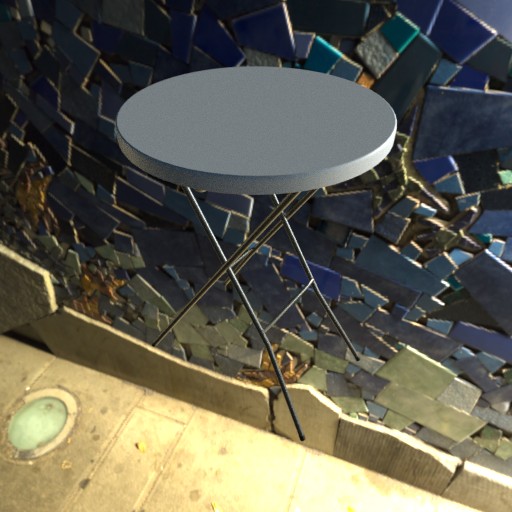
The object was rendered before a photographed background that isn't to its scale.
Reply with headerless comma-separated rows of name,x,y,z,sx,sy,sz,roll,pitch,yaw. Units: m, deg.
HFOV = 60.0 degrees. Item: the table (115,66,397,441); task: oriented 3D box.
table,0.000,0.000,1.629,0.795,1.105,0.792,25,46,27
